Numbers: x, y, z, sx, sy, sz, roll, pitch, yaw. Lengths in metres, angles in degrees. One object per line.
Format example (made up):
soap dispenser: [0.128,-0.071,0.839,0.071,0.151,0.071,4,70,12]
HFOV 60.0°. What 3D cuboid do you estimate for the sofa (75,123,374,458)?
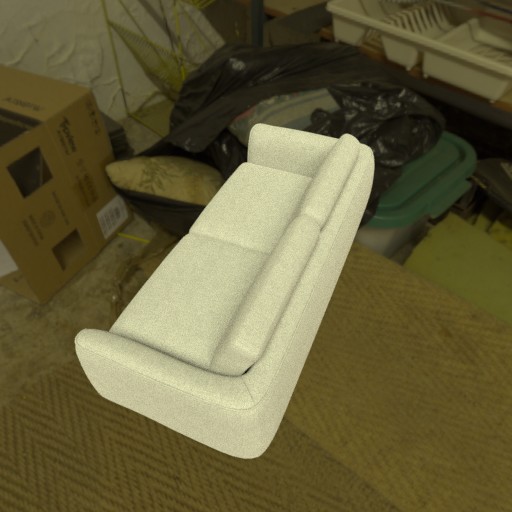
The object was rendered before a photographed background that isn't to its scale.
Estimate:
sofa: [0.000,0.000,2.483,0.920,0.850,2.000,17,48,16]
